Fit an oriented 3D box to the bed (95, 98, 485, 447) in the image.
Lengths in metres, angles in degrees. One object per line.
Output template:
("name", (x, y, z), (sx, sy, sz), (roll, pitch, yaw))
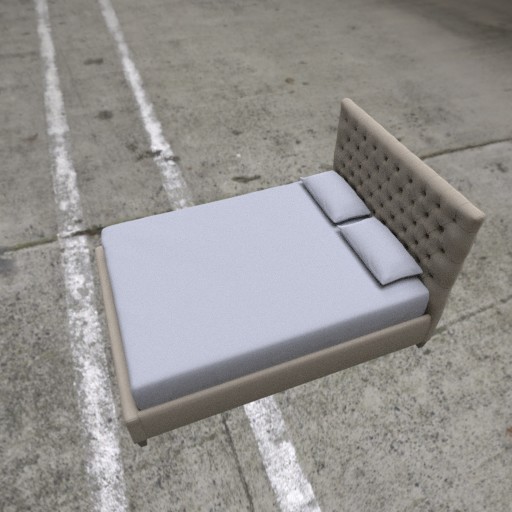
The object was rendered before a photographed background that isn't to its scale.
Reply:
("bed", (0.000, 0.000, 3.408), (2.387, 1.427, 1.698), (-15, 47, -15))
